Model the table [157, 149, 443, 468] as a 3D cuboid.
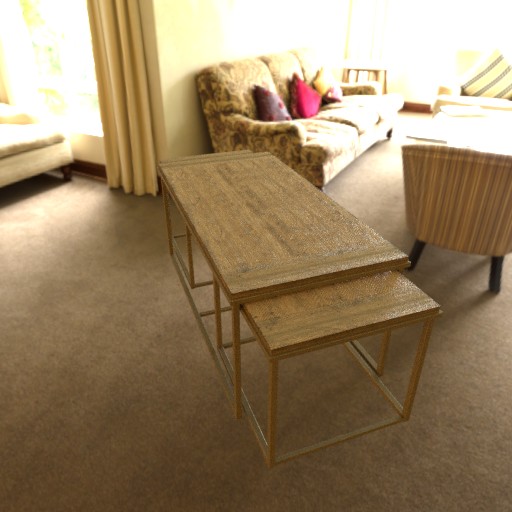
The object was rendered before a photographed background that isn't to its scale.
[{"bbox_3d":[0.000,0.000,1.568,0.489,0.427,1.312,-11,32,-18],"label":"table"}]
